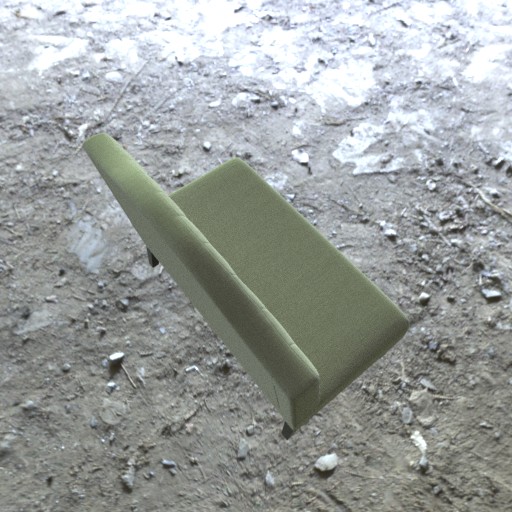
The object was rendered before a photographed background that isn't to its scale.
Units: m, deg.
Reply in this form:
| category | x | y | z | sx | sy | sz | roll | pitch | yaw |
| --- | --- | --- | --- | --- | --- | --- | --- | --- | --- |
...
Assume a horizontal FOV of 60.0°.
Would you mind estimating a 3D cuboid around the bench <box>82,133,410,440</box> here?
| category | x | y | z | sx | sy | sz | roll | pitch | yaw |
| --- | --- | --- | --- | --- | --- | --- | --- | --- | --- |
| bench | 0.000 | 0.000 | 2.046 | 0.815 | 1.180 | 1.335 | -34 | 65 | -19 |
